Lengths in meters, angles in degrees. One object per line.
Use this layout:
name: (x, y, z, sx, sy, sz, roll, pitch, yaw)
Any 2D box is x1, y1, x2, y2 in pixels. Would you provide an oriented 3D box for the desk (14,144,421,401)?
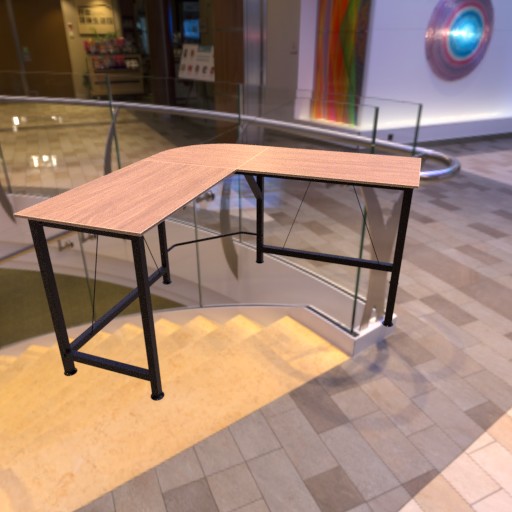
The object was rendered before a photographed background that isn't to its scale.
desk: (0.000, 0.000, 2.182, 1.400, 0.762, 1.400, 9, 27, 17)
